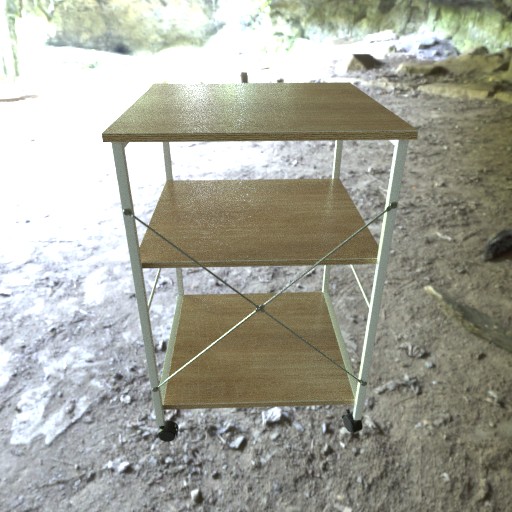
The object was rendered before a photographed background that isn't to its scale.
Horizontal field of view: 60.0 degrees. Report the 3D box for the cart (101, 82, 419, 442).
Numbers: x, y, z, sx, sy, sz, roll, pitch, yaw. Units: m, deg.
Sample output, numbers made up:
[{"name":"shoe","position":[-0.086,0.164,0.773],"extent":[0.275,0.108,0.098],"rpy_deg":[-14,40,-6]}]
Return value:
[{"name":"cart","position":[0.000,0.000,1.139],"extent":[0.521,0.762,0.520],"rpy_deg":[-1,30,-2]}]
